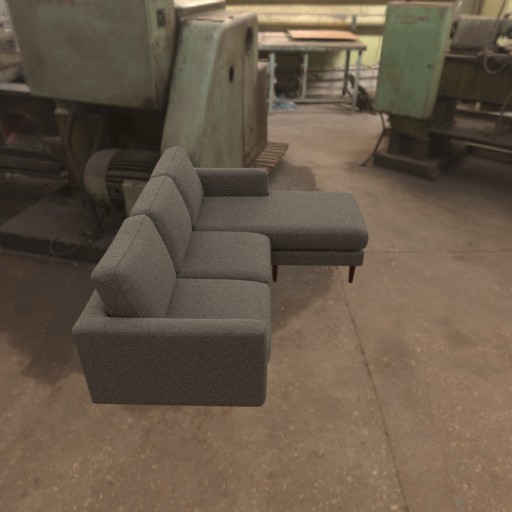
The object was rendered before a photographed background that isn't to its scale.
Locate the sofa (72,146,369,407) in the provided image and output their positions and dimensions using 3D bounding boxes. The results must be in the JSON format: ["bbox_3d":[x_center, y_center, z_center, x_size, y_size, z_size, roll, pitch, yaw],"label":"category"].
[{"bbox_3d":[0.000,0.000,3.011,1.667,0.957,2.055,1,33,1],"label":"sofa"}]
